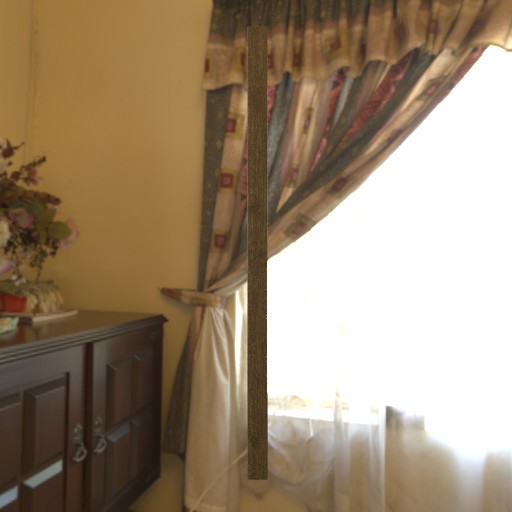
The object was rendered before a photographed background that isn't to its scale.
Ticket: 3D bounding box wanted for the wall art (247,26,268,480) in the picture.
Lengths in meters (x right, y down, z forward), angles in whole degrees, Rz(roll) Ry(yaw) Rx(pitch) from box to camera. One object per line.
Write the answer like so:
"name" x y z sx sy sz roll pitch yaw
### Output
"wall art" 0.000 0.000 0.679 0.027 0.459 0.462 0 -2 0
